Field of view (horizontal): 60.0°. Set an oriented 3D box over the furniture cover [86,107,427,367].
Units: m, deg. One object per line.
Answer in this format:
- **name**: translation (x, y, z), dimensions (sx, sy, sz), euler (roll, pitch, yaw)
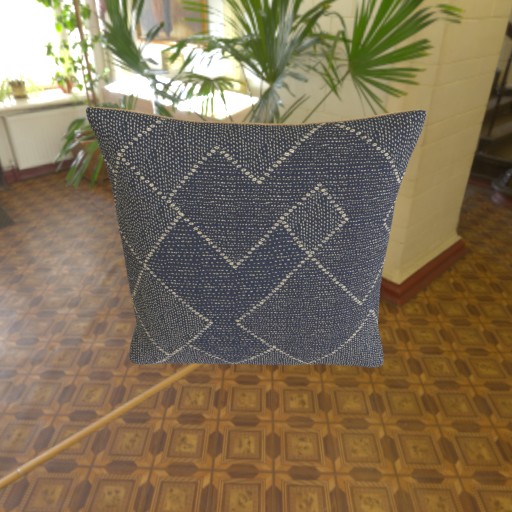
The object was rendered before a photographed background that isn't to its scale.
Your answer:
- **furniture cover**: translation (0.000, 0.000, 0.777), dimensions (0.511, 0.503, 0.162), euler (1, 30, 1)
